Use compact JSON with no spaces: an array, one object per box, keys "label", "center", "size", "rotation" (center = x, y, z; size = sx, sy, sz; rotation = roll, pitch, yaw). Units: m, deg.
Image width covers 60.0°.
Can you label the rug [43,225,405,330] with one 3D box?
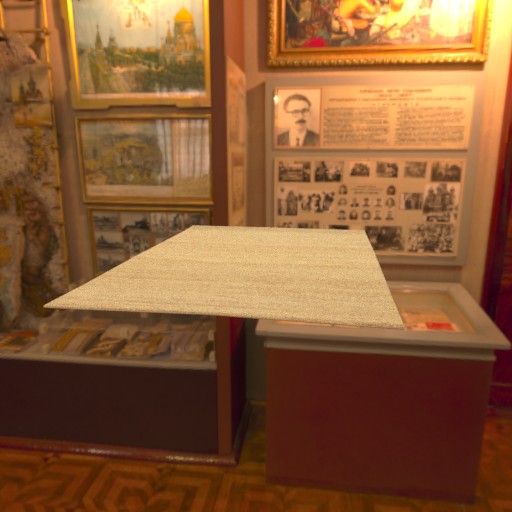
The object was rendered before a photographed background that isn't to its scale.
[{"label":"rug","center":[0.000,0.000,2.991],"size":[1.596,0.030,2.283],"rotation":[2,13,9]}]
